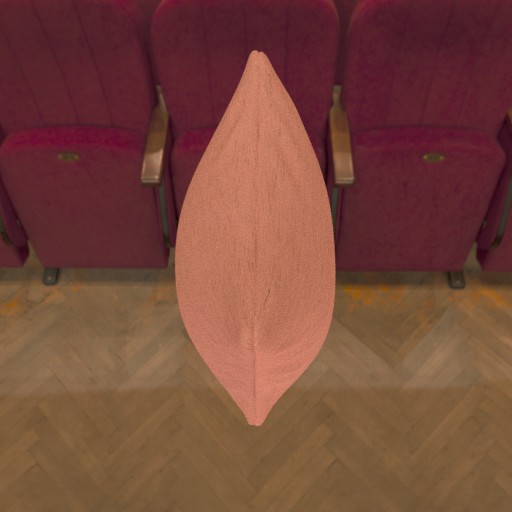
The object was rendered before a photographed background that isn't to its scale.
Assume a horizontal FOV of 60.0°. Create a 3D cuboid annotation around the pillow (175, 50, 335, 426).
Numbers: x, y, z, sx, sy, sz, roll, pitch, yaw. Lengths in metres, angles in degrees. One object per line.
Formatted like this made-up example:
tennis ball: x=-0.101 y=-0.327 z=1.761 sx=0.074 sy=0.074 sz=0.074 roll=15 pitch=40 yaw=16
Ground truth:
pillow: x=0.000 y=0.000 z=0.682 sx=0.246 sy=0.415 sz=0.432 roll=1 pitch=60 yaw=0
